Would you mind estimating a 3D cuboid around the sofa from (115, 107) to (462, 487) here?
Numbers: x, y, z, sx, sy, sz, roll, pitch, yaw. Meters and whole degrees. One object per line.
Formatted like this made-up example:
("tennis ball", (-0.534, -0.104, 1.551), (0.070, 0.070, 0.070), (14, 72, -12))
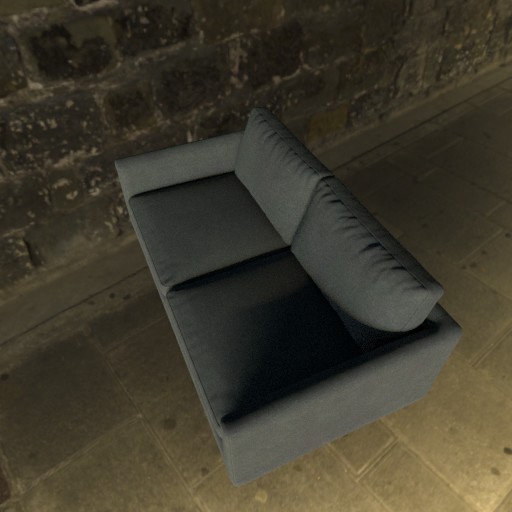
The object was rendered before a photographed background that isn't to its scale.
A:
("sofa", (0.000, 0.000, 2.457), (1.091, 0.845, 1.909), (-18, 48, -17))
